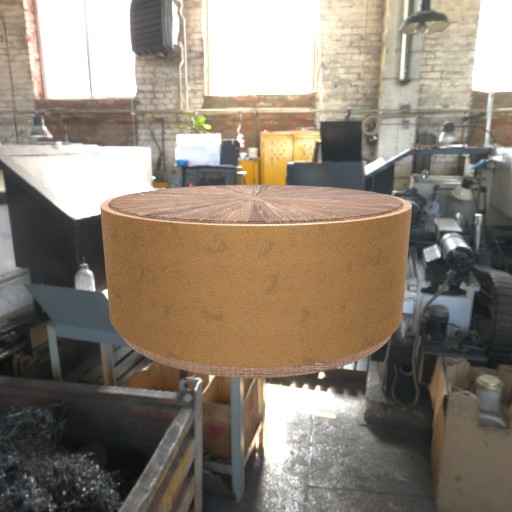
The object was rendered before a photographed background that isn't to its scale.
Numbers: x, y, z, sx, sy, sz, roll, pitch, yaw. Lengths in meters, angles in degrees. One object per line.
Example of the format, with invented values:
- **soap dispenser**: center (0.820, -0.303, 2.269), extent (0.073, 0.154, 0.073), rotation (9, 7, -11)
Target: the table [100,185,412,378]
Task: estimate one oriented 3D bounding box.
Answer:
- **table**: center (0.000, 0.000, 1.551), extent (1.001, 0.409, 1.001), rotation (0, 14, 0)
